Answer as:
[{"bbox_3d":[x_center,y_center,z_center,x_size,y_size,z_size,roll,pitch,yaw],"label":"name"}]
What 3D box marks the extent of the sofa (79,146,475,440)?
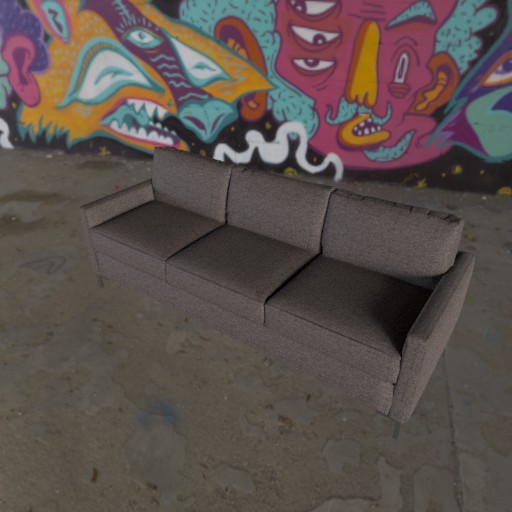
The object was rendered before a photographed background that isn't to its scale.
[{"bbox_3d":[0.000,0.000,2.667,2.253,0.882,0.876,20,36,30],"label":"sofa"}]
